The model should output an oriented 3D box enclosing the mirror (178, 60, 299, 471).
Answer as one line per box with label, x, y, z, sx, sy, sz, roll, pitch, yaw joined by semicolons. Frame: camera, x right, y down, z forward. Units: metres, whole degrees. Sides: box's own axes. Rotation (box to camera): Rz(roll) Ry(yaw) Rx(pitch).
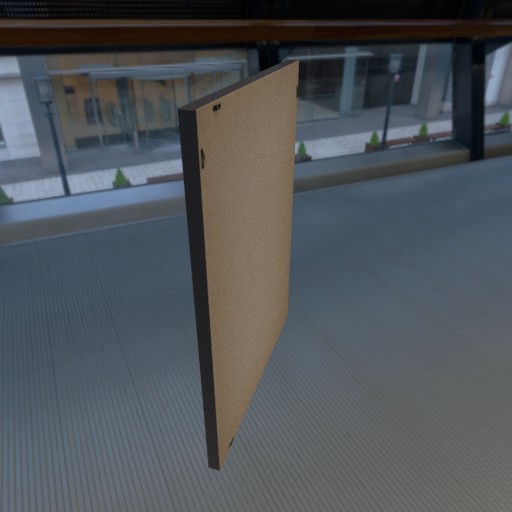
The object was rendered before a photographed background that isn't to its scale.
mirror;0.000;0.000;1.346;0.041;1.016;0.762;9;31;16
